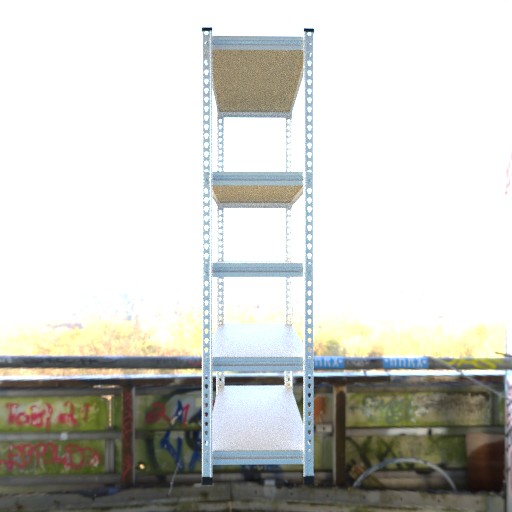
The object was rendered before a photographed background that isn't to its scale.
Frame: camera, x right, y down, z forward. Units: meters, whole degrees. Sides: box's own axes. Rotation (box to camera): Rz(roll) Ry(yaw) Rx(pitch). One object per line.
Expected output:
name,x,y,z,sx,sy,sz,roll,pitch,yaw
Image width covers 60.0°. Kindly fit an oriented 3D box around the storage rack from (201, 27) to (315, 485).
storage rack,0.000,0.000,2.230,0.457,1.829,0.914,0,0,-1
